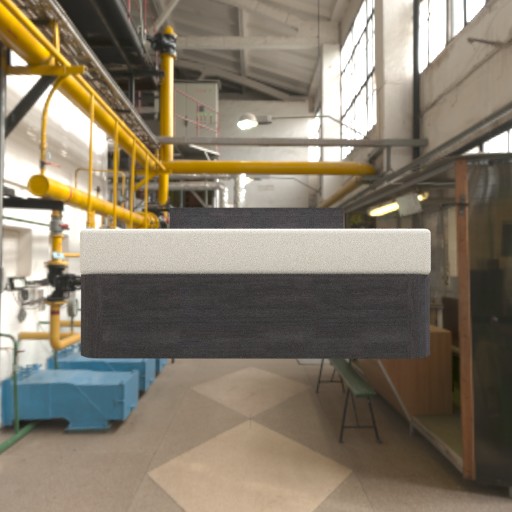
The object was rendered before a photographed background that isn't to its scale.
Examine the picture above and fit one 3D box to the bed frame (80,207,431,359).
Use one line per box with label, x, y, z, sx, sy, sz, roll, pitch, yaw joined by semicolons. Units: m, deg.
bed frame;0.000;0.000;2.639;1.400;0.800;1.900;0;-1;0
